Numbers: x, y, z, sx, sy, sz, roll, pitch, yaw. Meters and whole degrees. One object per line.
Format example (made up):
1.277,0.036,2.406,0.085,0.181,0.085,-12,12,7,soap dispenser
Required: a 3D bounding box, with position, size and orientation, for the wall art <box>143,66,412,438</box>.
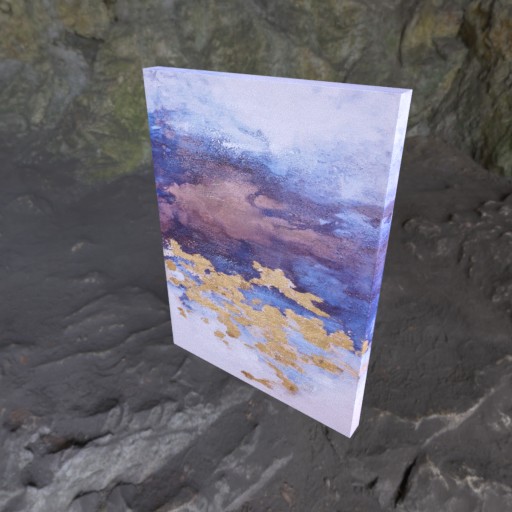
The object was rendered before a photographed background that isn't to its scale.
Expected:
0.000,0.000,0.770,0.437,0.581,0.036,19,34,31,wall art
